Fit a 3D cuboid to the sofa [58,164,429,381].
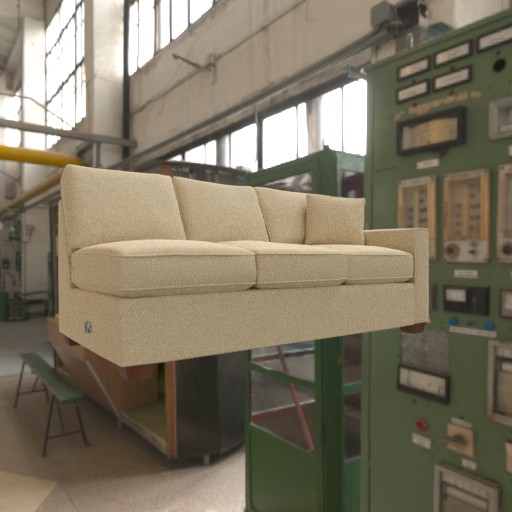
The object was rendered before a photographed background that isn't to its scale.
[{"bbox_3d":[0.000,0.000,2.562,1.963,0.946,1.034,0,0,-36],"label":"sofa"}]
